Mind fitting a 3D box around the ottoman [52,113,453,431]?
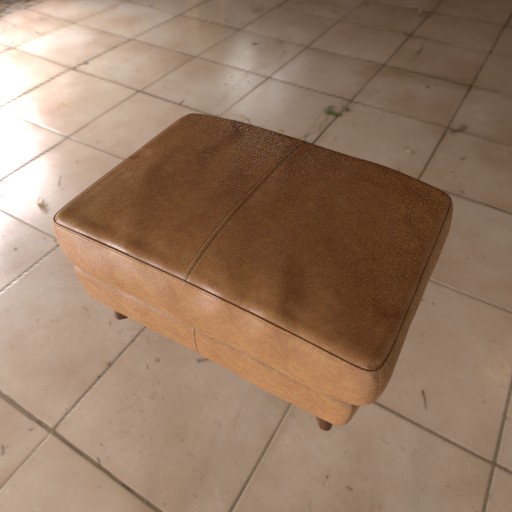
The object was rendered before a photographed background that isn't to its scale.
[{"bbox_3d":[0.000,0.000,1.216,0.869,0.461,0.630,23,51,20],"label":"ottoman"}]
